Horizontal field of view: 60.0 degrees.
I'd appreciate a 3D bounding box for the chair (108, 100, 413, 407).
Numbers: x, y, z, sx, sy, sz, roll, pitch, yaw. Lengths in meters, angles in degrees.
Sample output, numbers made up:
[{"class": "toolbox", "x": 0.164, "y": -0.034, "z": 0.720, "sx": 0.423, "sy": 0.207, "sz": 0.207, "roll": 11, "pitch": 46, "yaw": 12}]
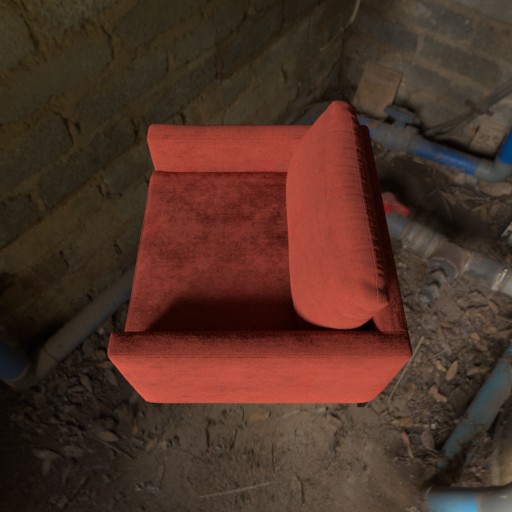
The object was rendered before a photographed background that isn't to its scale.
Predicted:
[{"class": "chair", "x": 0.000, "y": 0.000, "z": 1.642, "sx": 0.875, "sy": 0.812, "sz": 0.964, "roll": 0, "pitch": 58, "yaw": 0}]
